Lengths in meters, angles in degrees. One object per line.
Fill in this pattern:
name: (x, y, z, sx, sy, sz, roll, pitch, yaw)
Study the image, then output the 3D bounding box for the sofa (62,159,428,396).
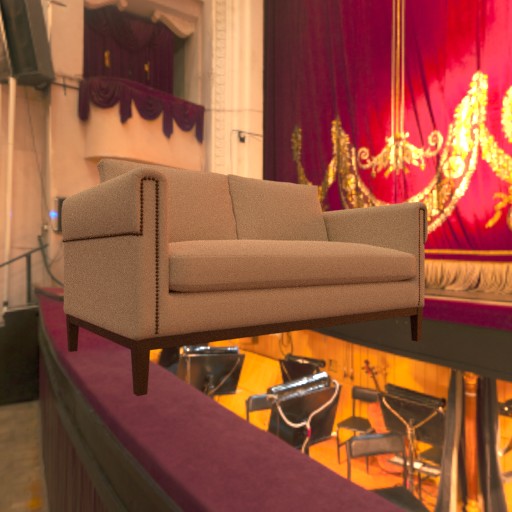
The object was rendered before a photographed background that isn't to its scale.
sofa: (0.000, 0.000, 2.152, 1.598, 0.873, 0.905, 0, 0, -37)
